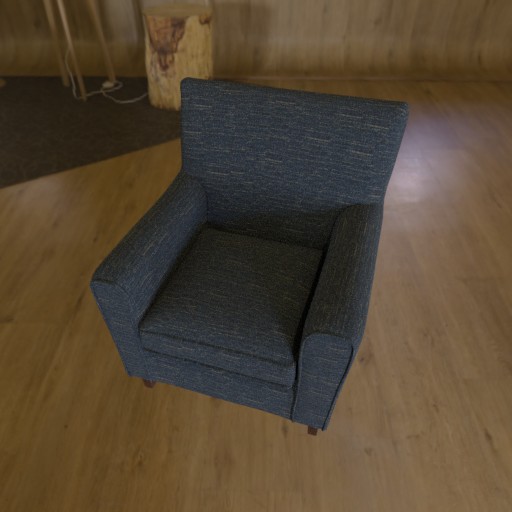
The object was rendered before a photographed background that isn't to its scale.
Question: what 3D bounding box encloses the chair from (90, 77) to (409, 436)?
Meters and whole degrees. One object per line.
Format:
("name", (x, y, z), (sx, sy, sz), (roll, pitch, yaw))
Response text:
("chair", (0.000, 0.000, 1.628), (0.864, 0.928, 0.873), (12, 42, 13))
